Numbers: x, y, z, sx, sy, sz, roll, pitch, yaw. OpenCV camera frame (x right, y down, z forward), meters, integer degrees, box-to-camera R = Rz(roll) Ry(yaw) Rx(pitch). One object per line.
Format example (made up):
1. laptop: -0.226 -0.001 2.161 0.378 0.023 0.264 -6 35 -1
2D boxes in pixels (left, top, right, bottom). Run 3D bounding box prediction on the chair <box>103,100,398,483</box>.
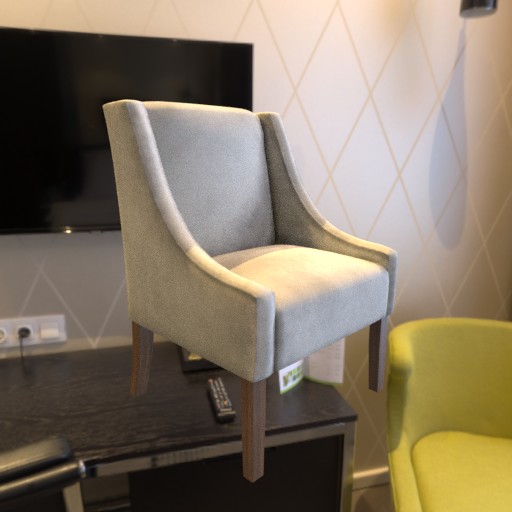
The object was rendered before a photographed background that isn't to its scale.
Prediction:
1. chair: 0.000 0.000 1.335 0.629 0.895 0.629 13 19 43
